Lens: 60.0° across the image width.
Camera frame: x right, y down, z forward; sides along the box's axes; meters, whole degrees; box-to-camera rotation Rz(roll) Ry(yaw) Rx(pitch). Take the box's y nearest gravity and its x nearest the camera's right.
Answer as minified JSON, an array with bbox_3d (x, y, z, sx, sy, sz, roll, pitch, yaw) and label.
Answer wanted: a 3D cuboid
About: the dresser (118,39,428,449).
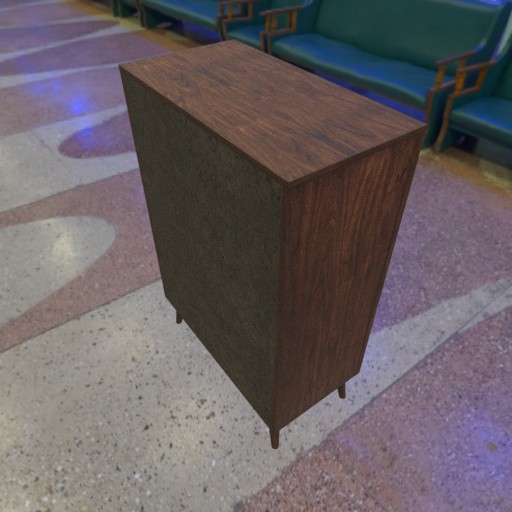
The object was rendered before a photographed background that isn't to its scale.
[{"bbox_3d":[0.000,0.000,1.810,0.498,1.365,0.919,-26,48,-26],"label":"dresser"}]
